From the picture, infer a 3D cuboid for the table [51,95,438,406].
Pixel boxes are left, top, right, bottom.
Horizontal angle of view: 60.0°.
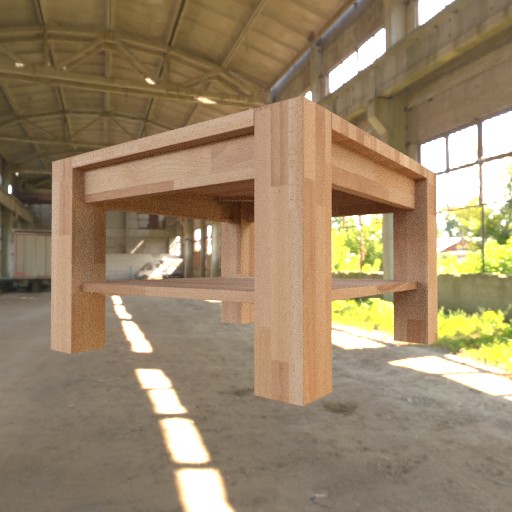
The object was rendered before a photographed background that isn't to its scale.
[{"bbox_3d":[0.000,0.000,1.130,0.700,0.451,0.700,-1,-1,37],"label":"table"}]
